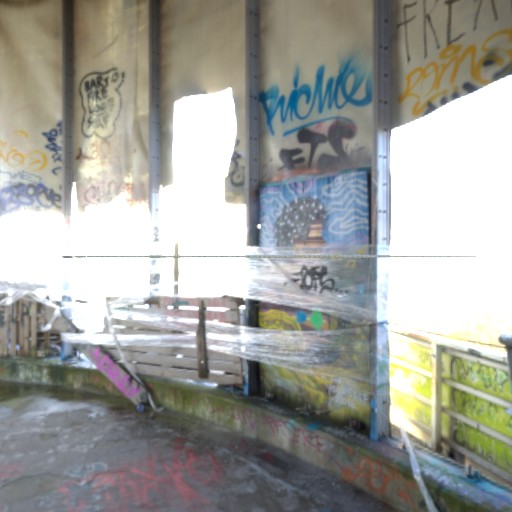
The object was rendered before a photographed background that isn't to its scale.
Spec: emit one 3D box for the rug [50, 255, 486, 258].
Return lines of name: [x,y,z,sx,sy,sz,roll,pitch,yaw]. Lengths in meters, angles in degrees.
rug: [0.000,0.000,2.310,1.802,0.008,1.247,0,0,-17]
